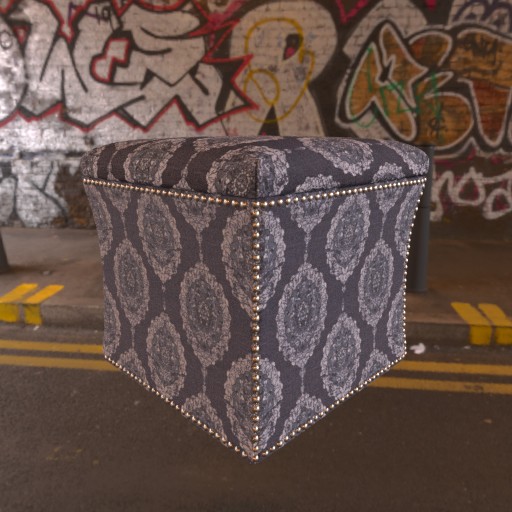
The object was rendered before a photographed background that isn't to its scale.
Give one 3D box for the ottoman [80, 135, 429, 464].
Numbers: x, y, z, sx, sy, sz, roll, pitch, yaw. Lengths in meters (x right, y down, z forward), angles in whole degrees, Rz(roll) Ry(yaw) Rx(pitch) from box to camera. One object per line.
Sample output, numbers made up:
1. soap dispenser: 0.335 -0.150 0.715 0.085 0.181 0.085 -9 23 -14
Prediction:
1. ottoman: 0.000 0.000 0.905 0.497 0.475 0.507 14 21 43
